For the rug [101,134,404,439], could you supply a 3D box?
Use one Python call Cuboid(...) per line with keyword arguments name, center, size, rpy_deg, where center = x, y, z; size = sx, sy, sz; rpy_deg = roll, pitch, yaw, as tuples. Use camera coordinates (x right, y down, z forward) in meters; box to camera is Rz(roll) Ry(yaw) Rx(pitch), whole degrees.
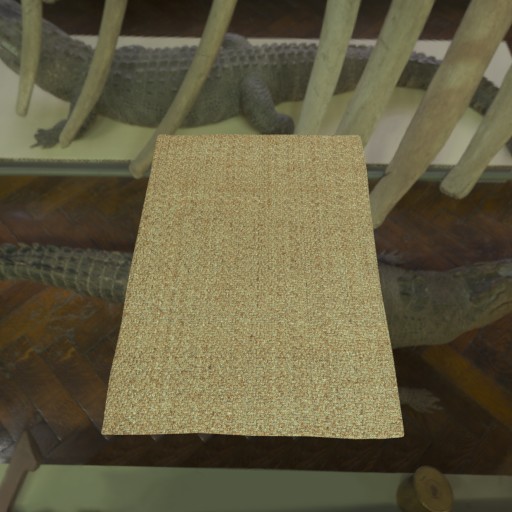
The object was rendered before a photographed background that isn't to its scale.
Cuboid(name="rug", center=(0.000, 0.000, 2.786), size=(1.566, 0.013, 2.141), rpy_deg=(0, 59, 0))
